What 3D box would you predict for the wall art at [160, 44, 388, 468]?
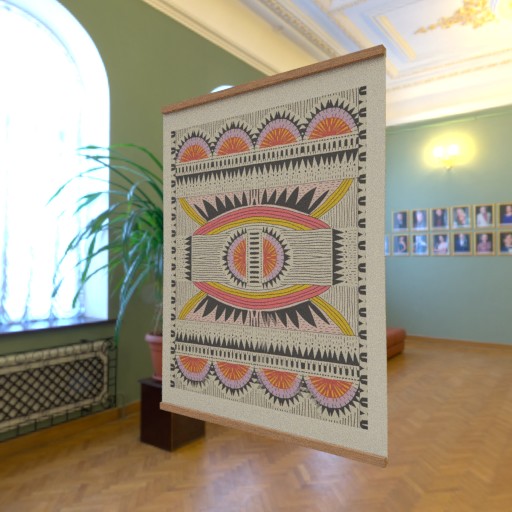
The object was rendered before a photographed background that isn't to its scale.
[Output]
[{"bbox_3d":[0.000,0.000,1.288,0.765,1.016,0.028,-1,-1,34],"label":"wall art"}]
